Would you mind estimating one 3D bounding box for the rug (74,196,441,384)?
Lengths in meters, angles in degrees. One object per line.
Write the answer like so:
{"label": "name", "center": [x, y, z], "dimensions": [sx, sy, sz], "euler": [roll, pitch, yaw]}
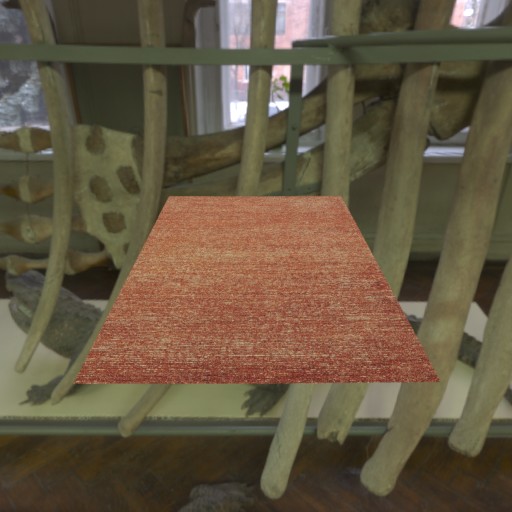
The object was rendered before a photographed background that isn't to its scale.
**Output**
{"label": "rug", "center": [0.000, 0.000, 2.152], "dimensions": [1.139, 0.011, 1.747], "euler": [0, 27, 0]}
